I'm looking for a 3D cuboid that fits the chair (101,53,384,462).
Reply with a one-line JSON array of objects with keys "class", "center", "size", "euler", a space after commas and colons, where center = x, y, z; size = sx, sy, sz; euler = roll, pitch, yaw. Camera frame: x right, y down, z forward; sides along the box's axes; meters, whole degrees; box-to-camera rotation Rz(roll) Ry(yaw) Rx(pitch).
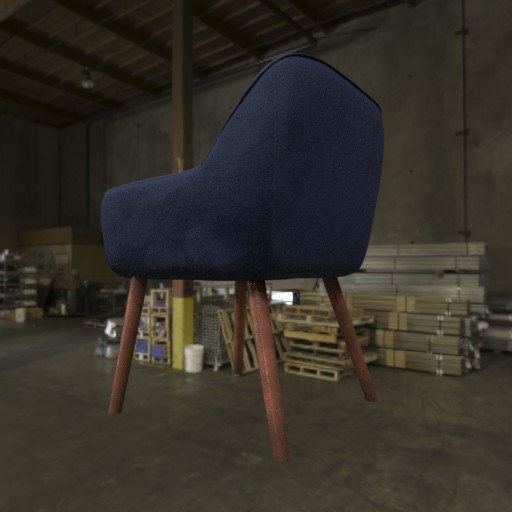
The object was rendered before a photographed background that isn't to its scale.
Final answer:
[{"class": "chair", "center": [0.000, 0.000, 1.219], "size": [0.600, 0.820, 0.600], "euler": [-1, -2, 36]}]
